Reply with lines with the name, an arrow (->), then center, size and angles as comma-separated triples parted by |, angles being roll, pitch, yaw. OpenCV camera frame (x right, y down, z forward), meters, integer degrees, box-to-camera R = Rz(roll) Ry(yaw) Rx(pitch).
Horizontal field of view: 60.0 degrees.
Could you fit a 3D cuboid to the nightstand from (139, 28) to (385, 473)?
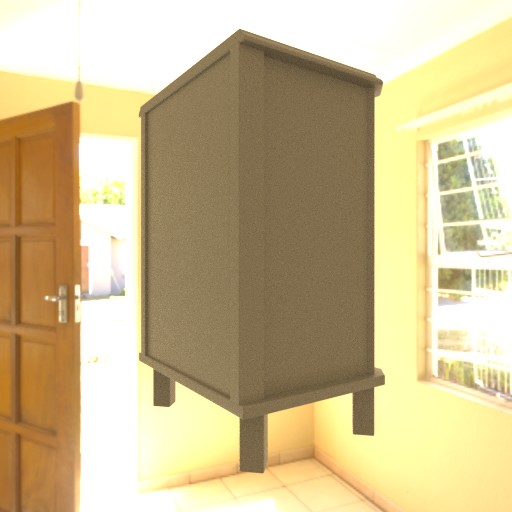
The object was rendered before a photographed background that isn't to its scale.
nightstand -> 0.000, 0.000, 0.936 | 0.350, 0.680, 0.450 | 0, 0, -34
